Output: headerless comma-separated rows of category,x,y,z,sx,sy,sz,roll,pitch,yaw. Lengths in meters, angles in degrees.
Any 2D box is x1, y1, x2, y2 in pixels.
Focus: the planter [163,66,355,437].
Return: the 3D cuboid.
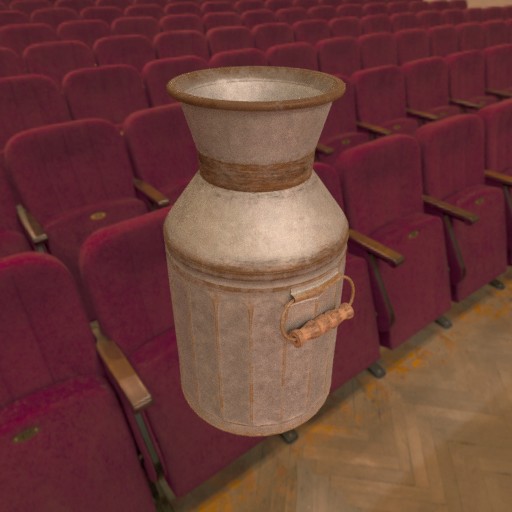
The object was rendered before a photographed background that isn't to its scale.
planter,0.000,0.000,0.530,0.214,0.396,0.245,-22,39,-31
